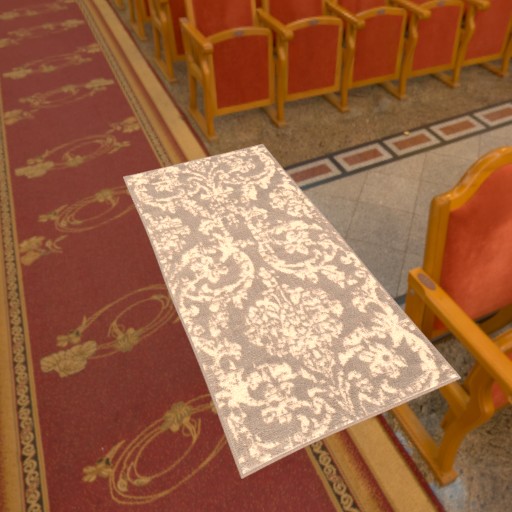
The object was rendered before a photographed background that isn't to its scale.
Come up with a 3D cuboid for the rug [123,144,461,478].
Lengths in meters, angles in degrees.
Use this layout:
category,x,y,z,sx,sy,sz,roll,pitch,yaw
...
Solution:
category,x,y,z,sx,sy,sz,roll,pitch,yaw
rug,0.000,0.000,1.433,0.604,0.007,1.219,-17,48,-16
